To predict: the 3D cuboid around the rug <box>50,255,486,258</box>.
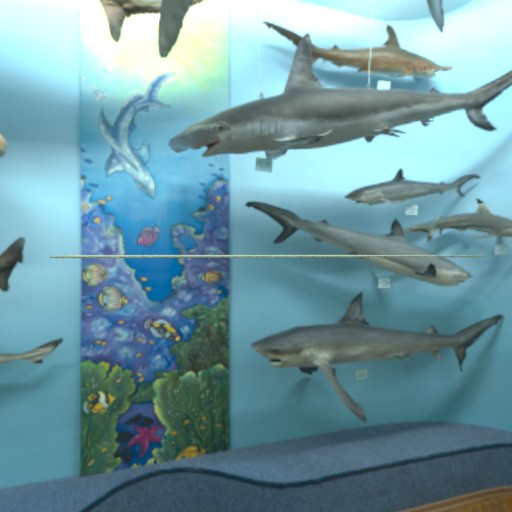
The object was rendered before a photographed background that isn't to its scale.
[{"bbox_3d":[0.000,0.000,2.205,1.747,0.006,1.143,0,0,-19],"label":"rug"}]
